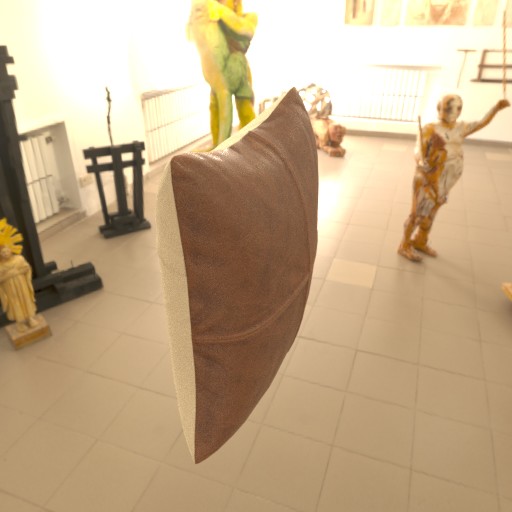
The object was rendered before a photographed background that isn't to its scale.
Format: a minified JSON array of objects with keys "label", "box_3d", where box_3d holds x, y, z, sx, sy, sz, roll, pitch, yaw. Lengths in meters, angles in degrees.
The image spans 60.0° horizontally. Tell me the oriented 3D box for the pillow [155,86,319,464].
[{"label":"pillow","box_3d":[0.000,0.000,0.737,0.192,0.470,0.484,10,31,17]}]
